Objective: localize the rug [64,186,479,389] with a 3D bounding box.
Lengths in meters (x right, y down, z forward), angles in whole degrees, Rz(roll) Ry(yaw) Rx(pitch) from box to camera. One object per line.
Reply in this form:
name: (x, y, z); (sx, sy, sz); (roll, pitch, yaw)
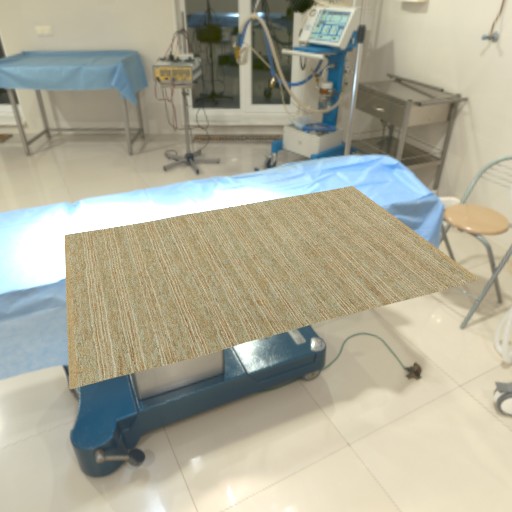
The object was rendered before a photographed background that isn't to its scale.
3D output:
rug: (0.000, 0.000, 3.035); (2.448, 0.012, 1.540); (-12, 35, -17)
